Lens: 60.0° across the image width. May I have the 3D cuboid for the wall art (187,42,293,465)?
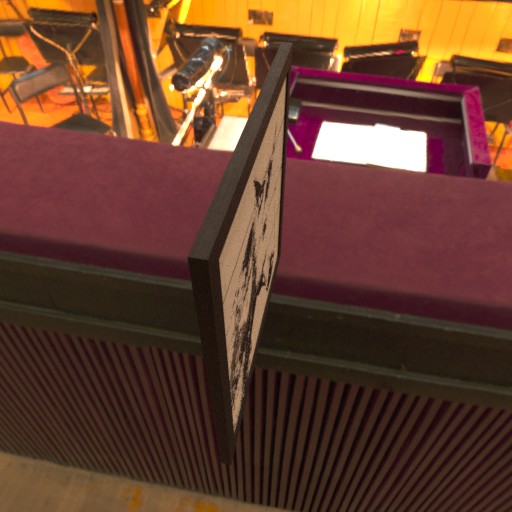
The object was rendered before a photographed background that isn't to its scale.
[{"bbox_3d":[0.000,0.000,1.494,0.038,1.016,1.016,9,47,8],"label":"wall art"}]
